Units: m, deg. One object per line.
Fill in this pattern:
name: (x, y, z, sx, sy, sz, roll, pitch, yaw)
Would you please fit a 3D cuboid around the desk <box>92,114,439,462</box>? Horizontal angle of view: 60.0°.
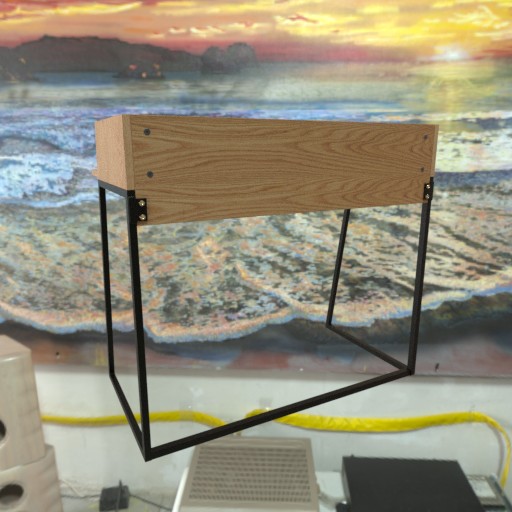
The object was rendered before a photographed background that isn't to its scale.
desk: (0.000, 0.000, 1.871, 1.191, 1.061, 0.769, -7, 16, -27)
